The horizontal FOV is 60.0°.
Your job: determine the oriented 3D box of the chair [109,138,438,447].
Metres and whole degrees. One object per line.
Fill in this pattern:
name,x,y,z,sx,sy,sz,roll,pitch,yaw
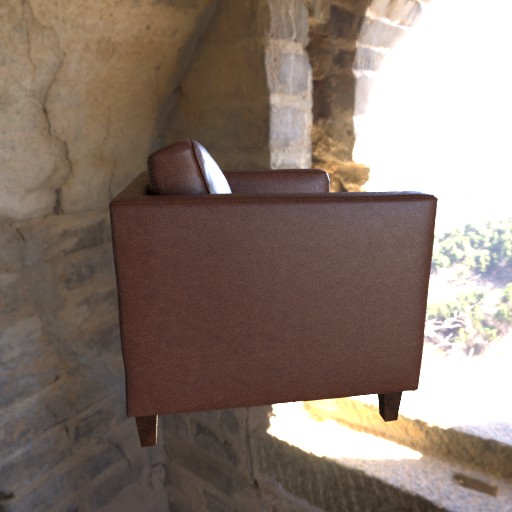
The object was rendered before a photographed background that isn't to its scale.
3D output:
chair,0.000,0.000,1.780,0.959,0.917,1.107,-2,16,-9
